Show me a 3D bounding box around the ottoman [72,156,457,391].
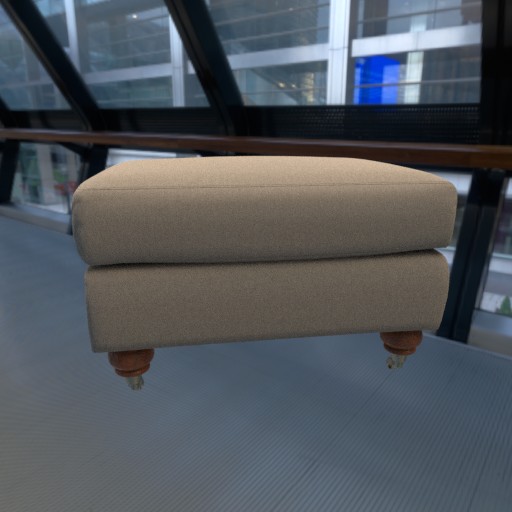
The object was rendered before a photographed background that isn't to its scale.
[{"bbox_3d":[0.000,0.000,1.143,0.773,0.497,0.574,-2,16,-8],"label":"ottoman"}]
